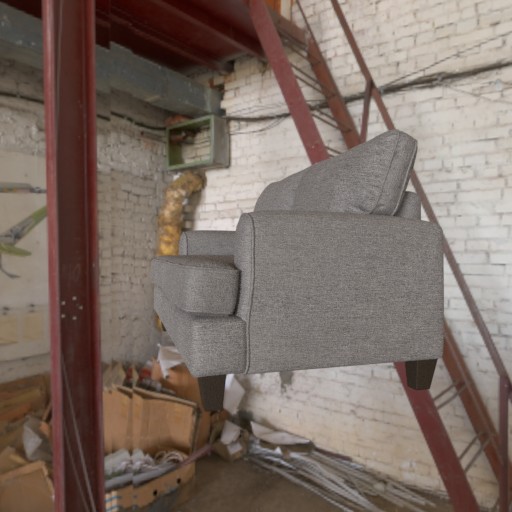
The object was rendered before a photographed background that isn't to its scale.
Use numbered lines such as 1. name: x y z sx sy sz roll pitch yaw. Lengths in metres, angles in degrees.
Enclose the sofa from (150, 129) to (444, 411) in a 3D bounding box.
1. sofa: 0.000 0.000 2.233 0.965 0.965 1.651 0 1 -17
